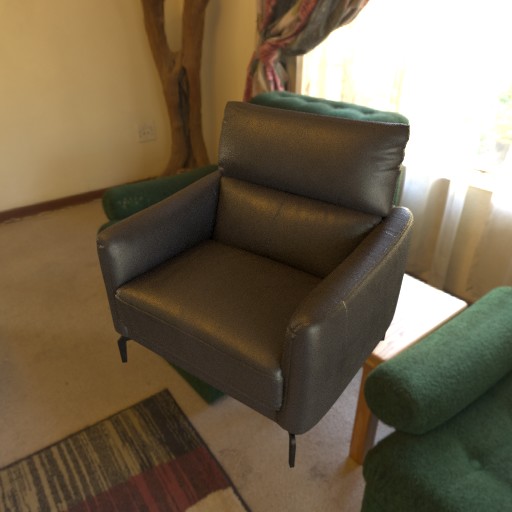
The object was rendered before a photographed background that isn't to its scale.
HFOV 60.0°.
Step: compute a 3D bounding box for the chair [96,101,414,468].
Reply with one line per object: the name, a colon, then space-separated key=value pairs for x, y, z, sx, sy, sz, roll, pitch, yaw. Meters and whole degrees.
chair: x=0.000 y=0.000 z=1.675 sx=0.976 sy=0.949 sz=0.809 roll=20 pitch=35 yaw=31
